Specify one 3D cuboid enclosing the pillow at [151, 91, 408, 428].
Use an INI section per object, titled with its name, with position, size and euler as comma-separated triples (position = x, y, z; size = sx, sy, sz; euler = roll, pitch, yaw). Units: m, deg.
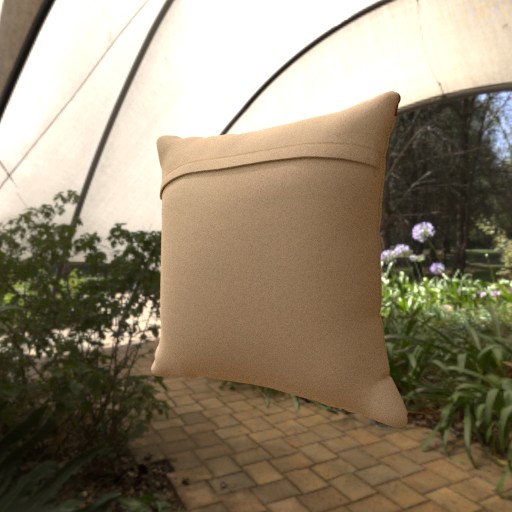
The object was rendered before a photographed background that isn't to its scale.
[pillow]
position = 0.000, 0.000, 0.798
size = 0.536, 0.506, 0.229
euler = 0, 0, 35
